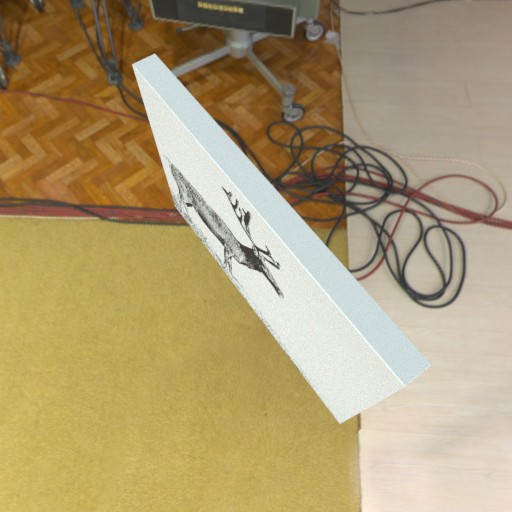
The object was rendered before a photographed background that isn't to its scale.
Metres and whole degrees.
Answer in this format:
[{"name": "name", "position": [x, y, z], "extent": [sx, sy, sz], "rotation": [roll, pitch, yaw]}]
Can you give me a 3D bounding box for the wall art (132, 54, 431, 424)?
[{"name": "wall art", "position": [0.000, 0.000, 0.780], "extent": [0.042, 0.414, 0.608], "rotation": [-33, 68, -15]}]
